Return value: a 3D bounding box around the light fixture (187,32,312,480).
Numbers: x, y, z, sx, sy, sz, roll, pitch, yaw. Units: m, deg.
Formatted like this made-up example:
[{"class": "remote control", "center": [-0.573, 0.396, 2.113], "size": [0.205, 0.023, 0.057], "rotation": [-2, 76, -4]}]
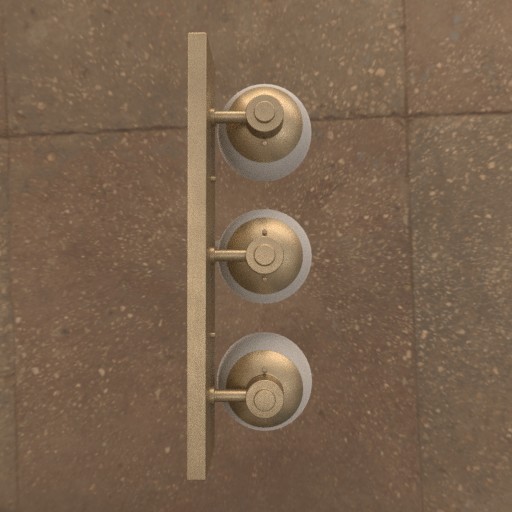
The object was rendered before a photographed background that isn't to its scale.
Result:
[{"class": "light fixture", "center": [0.000, 0.000, 0.841], "size": [0.218, 0.263, 0.721], "rotation": [0, 89, 1]}]
